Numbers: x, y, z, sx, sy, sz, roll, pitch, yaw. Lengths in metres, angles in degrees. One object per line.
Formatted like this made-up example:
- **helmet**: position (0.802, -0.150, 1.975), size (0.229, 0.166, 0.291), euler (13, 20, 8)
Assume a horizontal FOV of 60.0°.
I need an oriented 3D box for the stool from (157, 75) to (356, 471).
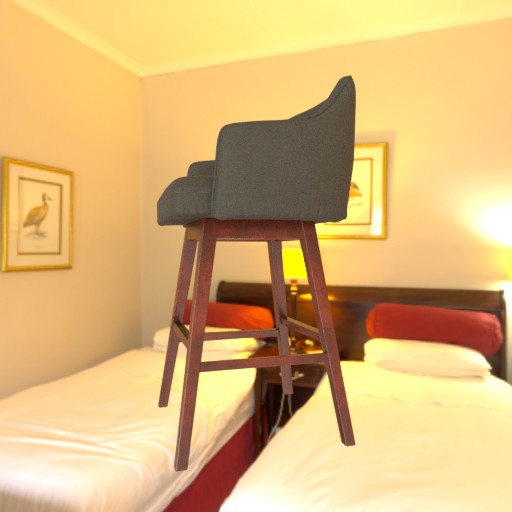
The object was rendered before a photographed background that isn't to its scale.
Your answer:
- **stool**: position (0.000, 0.000, 1.346), size (0.558, 1.012, 0.548), euler (0, 1, -17)
